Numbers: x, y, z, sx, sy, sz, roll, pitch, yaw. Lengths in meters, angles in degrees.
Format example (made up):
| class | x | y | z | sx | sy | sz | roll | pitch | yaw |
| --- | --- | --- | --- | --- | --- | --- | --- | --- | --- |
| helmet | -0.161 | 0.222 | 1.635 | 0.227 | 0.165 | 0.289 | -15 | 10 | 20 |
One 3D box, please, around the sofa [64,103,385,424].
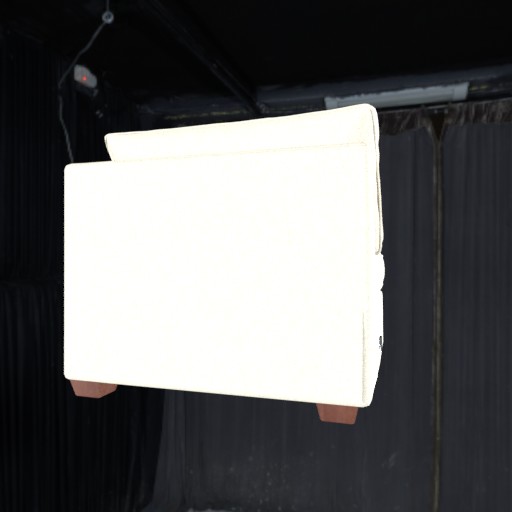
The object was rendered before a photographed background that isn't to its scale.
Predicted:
| class | x | y | z | sx | sy | sz | roll | pitch | yaw |
| --- | --- | --- | --- | --- | --- | --- | --- | --- | --- |
| sofa | 0.000 | 0.000 | 1.946 | 1.084 | 1.002 | 1.146 | 0 | 0 | 17 |
